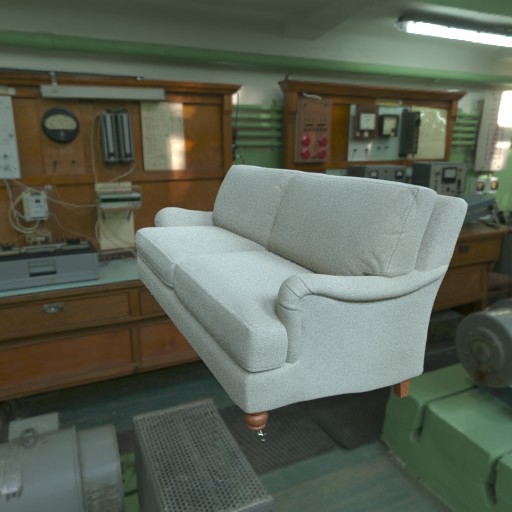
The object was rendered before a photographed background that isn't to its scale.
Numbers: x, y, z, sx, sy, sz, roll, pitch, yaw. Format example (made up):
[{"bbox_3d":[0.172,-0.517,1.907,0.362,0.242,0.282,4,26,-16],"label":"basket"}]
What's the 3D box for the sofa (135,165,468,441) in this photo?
[{"bbox_3d":[0.000,0.000,2.654,1.091,0.997,2.070,-7,16,-25],"label":"sofa"}]
